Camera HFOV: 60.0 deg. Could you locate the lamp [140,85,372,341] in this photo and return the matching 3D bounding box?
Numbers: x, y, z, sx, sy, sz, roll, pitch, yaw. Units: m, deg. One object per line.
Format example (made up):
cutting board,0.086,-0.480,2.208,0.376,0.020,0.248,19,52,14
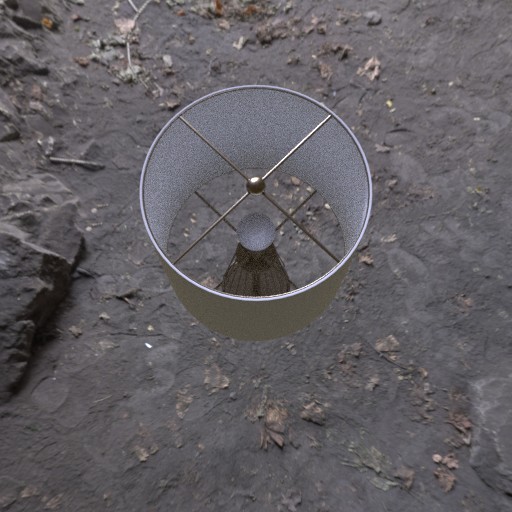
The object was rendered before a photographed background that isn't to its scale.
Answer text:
lamp,0.000,0.000,0.785,0.303,0.618,0.303,0,75,0
